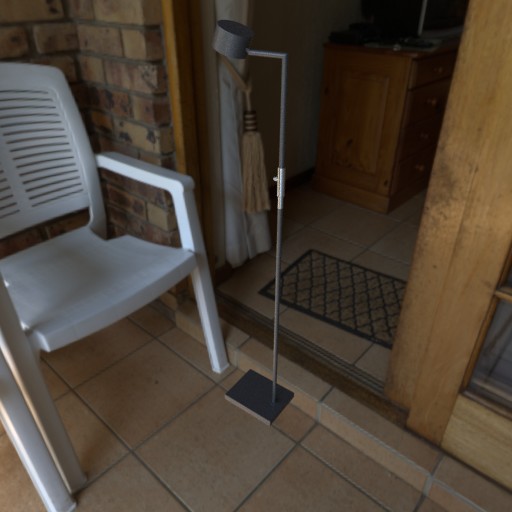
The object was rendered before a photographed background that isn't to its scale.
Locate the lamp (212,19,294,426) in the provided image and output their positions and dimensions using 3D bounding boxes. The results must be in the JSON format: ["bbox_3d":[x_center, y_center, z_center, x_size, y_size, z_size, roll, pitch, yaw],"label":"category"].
[{"bbox_3d":[0.000,0.000,1.708,0.304,1.600,0.203,21,38,30],"label":"lamp"}]
